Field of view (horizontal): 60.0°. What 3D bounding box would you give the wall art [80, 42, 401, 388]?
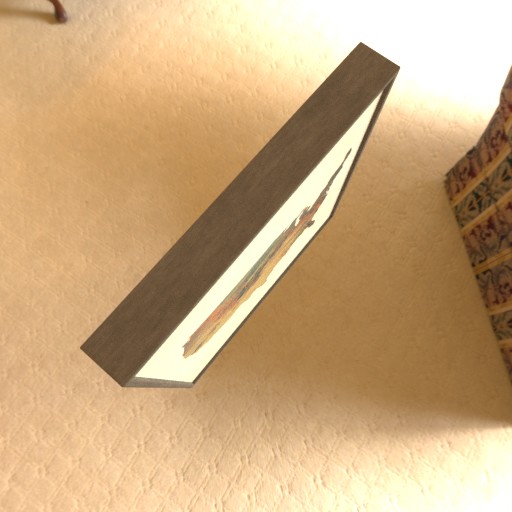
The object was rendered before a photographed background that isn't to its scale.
[{"bbox_3d":[0.000,0.000,0.451,0.038,0.302,0.303,38,77,10],"label":"wall art"}]
